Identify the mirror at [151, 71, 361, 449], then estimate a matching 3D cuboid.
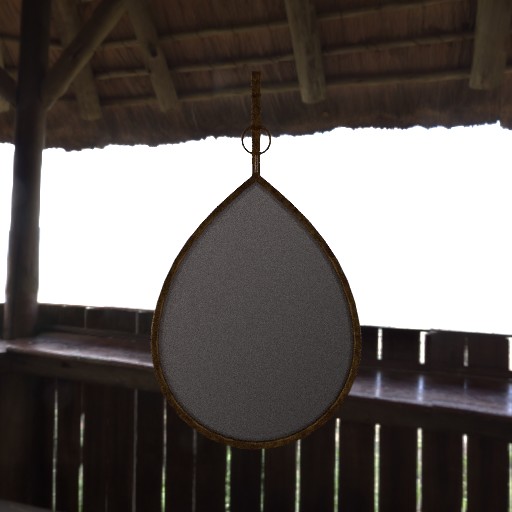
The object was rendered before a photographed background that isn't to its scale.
[{"bbox_3d":[0.000,0.000,0.921,0.405,0.744,0.144,0,-1,-1],"label":"mirror"}]
